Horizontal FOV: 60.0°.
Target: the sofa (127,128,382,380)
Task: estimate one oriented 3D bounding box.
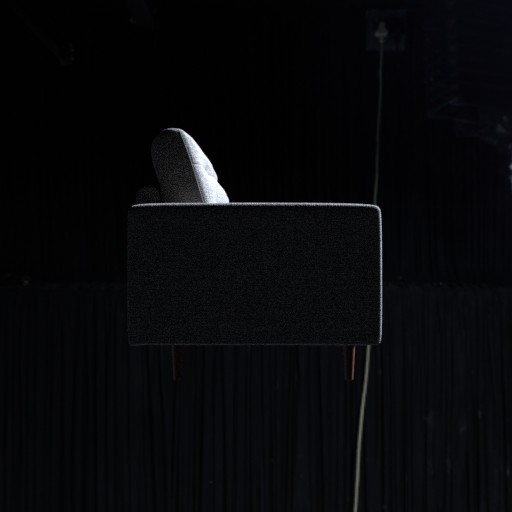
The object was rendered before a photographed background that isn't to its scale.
[{"bbox_3d":[0.000,0.000,2.343,0.863,0.902,1.821,0,-1,0],"label":"sofa"}]
